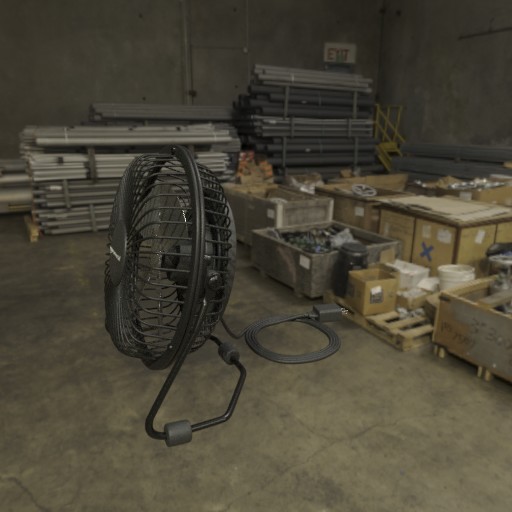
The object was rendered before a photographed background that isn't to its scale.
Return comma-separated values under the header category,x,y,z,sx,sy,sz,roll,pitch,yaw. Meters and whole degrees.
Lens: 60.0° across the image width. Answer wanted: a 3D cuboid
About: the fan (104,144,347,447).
category,x,y,z,sx,sy,sz,roll,pitch,yaw
fan,0.000,0.000,0.307,0.202,0.152,0.153,-8,18,-25
